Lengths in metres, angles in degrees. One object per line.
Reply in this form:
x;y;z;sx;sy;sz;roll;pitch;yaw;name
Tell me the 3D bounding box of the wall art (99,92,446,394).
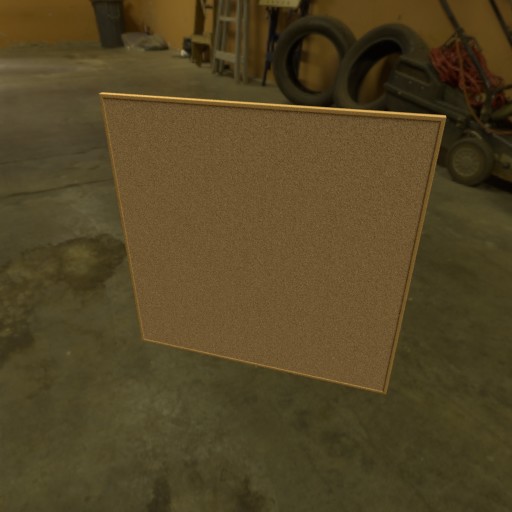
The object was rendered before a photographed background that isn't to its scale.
0.000;0.000;0.985;0.657;0.655;0.014;9;32;14;wall art
